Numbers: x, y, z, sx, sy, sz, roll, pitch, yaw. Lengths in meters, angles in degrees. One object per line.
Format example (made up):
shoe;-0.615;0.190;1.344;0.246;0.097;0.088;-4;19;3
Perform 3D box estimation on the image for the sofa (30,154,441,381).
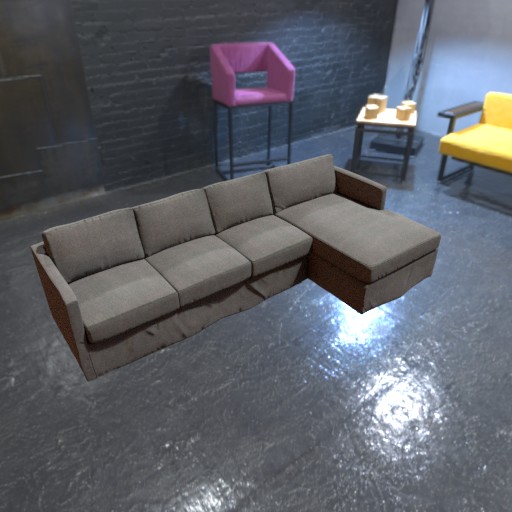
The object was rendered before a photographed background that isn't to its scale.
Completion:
sofa;0.000;0.000;3.848;3.205;0.922;1.650;-22;38;-31
